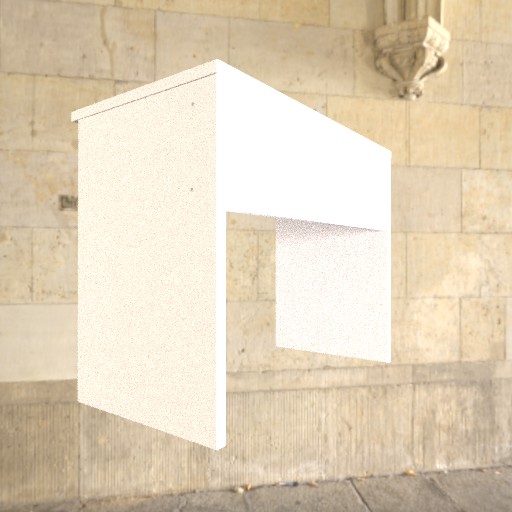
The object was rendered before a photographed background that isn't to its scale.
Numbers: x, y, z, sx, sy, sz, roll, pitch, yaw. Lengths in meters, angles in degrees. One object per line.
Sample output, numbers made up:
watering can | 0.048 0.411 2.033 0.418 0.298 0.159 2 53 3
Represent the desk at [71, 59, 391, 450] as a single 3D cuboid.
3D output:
desk | 0.000 0.000 1.333 0.498 0.729 0.900 0 0 37
